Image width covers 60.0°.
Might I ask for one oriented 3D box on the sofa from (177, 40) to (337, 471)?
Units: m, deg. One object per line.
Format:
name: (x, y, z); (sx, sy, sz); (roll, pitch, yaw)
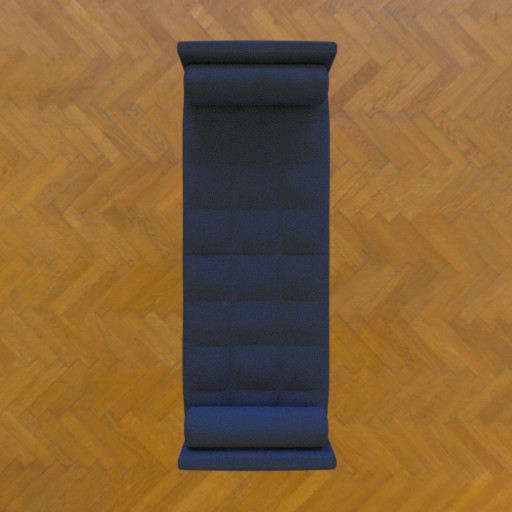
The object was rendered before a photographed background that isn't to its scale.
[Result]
sofa: (0.000, 0.000, 2.459); (0.797, 0.657, 2.102); (0, 90, 0)
